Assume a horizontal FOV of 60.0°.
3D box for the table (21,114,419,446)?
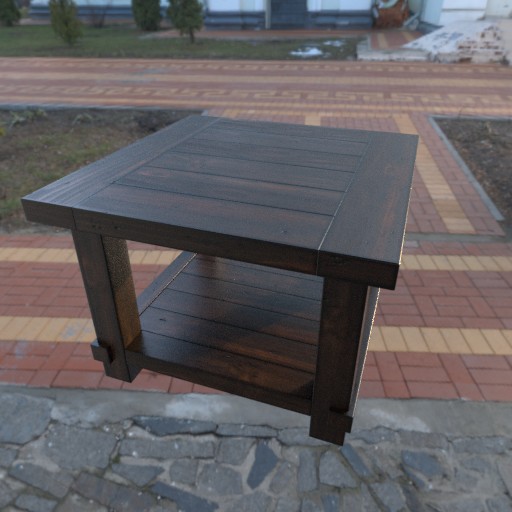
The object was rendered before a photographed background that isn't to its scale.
[{"bbox_3d":[0.000,0.000,0.985,0.593,0.437,0.606,10,32,17],"label":"table"}]
